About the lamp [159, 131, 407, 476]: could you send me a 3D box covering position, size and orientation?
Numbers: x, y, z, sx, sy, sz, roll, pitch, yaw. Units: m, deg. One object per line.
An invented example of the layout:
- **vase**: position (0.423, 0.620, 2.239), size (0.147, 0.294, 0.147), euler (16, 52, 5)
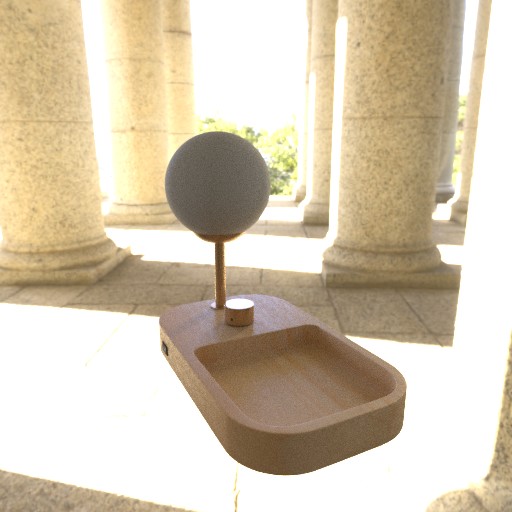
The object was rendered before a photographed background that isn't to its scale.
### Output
- **lamp**: position (0.000, 0.000, 0.457), size (0.173, 0.253, 0.331), euler (-7, 16, -26)
